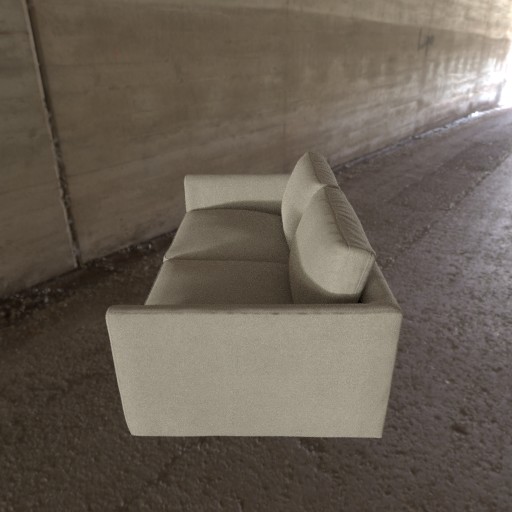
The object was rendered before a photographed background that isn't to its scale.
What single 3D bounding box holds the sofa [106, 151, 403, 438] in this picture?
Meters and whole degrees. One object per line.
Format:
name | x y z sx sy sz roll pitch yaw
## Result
sofa | 0.000 0.000 2.531 1.091 0.839 1.905 0 26 1
